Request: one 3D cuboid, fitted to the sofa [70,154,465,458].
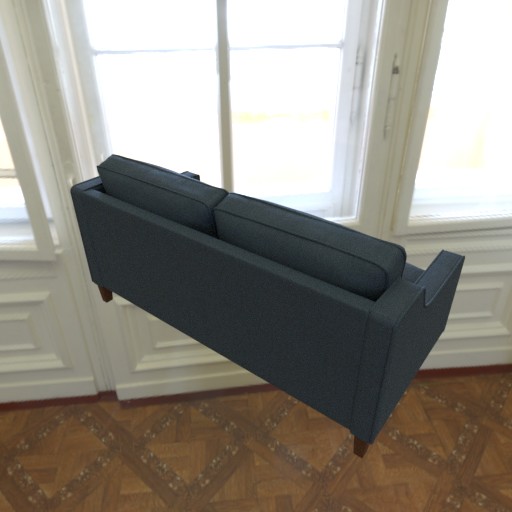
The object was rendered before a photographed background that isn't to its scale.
[{"bbox_3d":[0.000,0.000,2.777,2.178,1.071,1.066,22,37,32],"label":"sofa"}]
